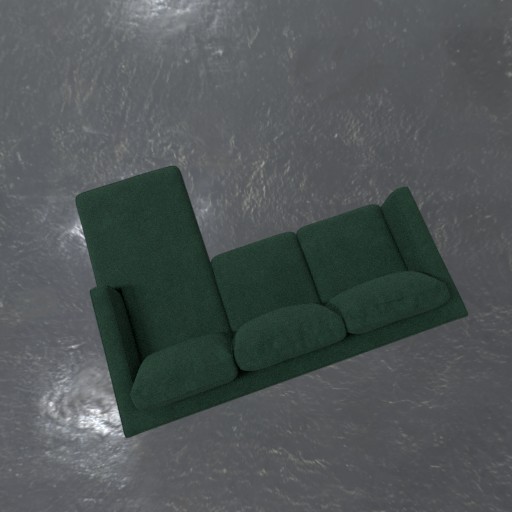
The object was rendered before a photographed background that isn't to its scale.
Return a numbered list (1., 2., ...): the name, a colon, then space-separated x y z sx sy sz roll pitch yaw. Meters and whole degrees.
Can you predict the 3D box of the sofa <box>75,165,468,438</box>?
1. sofa: 0.000 0.000 2.855 2.030 0.899 1.580 -18 75 -5
